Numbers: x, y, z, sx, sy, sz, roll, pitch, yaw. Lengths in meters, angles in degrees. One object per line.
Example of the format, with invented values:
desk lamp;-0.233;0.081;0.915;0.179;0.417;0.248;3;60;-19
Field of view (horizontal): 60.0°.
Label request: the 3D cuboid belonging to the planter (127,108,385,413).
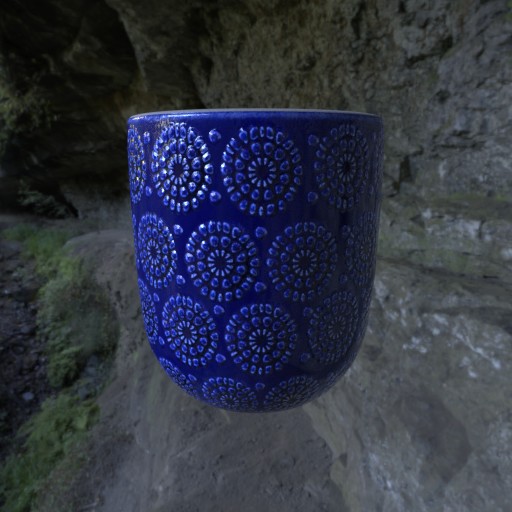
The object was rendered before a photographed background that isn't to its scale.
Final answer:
planter;0.000;0.000;0.348;0.184;0.206;0.184;0;14;0
